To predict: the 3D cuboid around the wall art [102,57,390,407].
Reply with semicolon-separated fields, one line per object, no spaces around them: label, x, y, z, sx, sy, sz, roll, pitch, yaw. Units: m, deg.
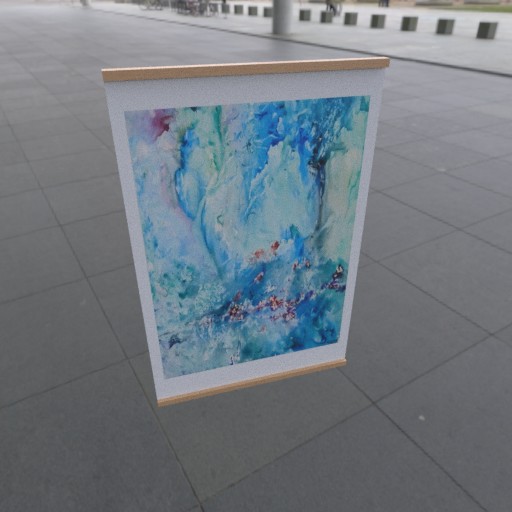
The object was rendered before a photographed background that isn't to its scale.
wall art;0.000;0.000;0.759;0.401;0.611;0.016;-9;32;-14
